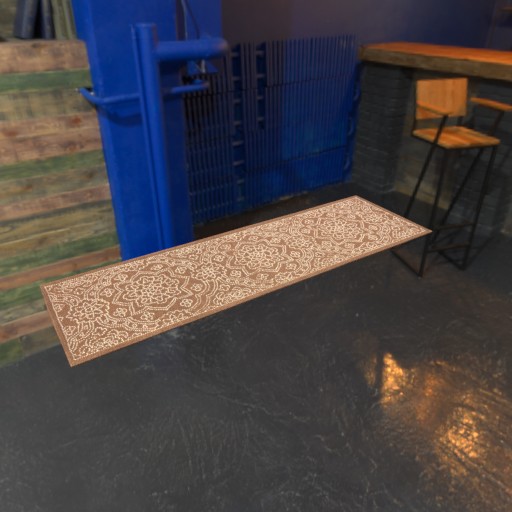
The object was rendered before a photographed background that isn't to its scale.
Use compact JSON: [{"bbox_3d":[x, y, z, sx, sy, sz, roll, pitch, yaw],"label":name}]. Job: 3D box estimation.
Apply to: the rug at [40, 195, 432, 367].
[{"bbox_3d":[0.000,0.000,2.811,2.448,0.012,0.769,-18,35,-28],"label":"rug"}]
